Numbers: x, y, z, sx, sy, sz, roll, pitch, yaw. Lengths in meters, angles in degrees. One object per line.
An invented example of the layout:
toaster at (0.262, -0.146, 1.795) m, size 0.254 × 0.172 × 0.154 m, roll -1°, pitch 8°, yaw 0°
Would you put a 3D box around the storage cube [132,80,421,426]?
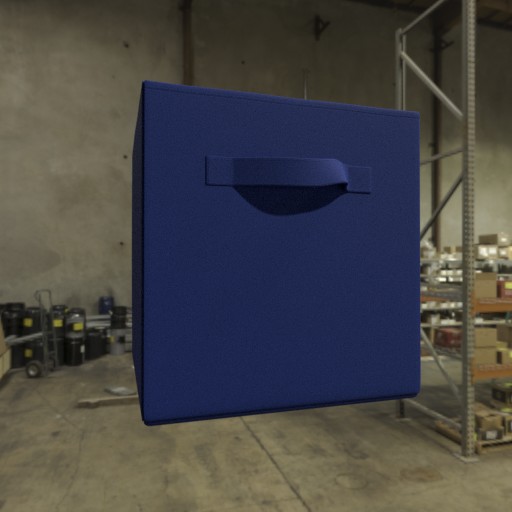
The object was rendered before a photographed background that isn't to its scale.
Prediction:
storage cube at (0.000, 0.000, 0.505) m, size 0.270 × 0.280 × 0.270 m, roll 0°, pitch -1°, yaw -17°
